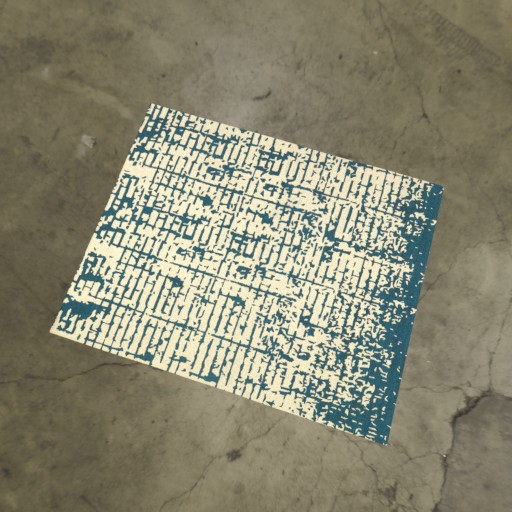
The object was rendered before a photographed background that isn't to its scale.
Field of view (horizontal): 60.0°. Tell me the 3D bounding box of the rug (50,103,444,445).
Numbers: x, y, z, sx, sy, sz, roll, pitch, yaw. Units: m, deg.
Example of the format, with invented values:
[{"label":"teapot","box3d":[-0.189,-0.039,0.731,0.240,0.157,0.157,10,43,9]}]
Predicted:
[{"label":"rug","box3d":[0.000,0.000,4.056,3.017,0.014,2.416,17,75,5]}]
